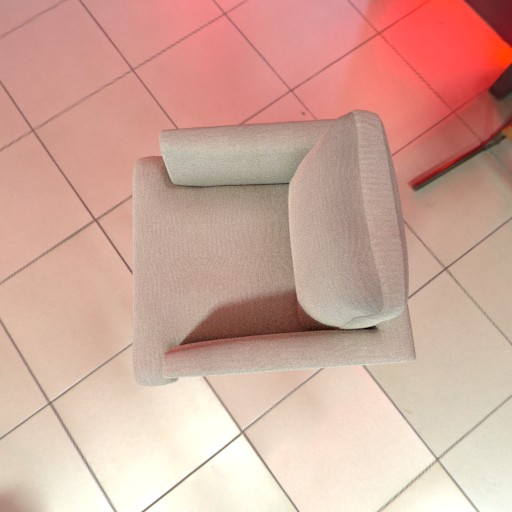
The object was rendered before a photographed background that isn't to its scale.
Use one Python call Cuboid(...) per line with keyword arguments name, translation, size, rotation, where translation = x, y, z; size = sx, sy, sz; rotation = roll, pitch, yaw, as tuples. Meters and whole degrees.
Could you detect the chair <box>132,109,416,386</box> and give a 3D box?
Cuboid(name="chair", translation=(0.000, 0.000, 1.602), size=(0.899, 0.957, 0.858), rotation=(-4, 76, -1))
